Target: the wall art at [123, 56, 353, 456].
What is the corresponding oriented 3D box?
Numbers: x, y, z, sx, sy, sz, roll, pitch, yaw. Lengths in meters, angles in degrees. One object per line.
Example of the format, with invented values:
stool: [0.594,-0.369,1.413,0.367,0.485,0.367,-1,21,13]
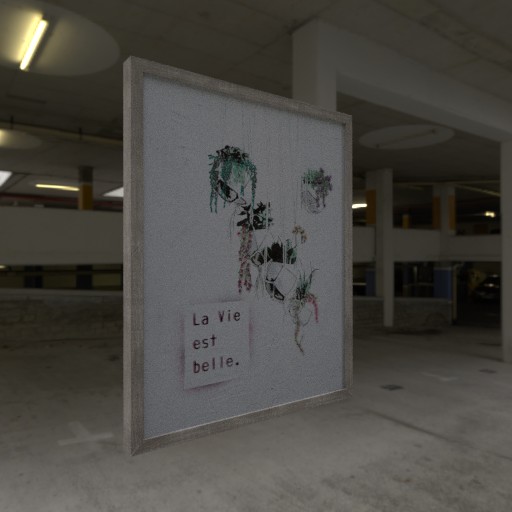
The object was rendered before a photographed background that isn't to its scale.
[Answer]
wall art: [0.000,0.000,0.711,0.421,0.521,0.032,0,0,-36]
